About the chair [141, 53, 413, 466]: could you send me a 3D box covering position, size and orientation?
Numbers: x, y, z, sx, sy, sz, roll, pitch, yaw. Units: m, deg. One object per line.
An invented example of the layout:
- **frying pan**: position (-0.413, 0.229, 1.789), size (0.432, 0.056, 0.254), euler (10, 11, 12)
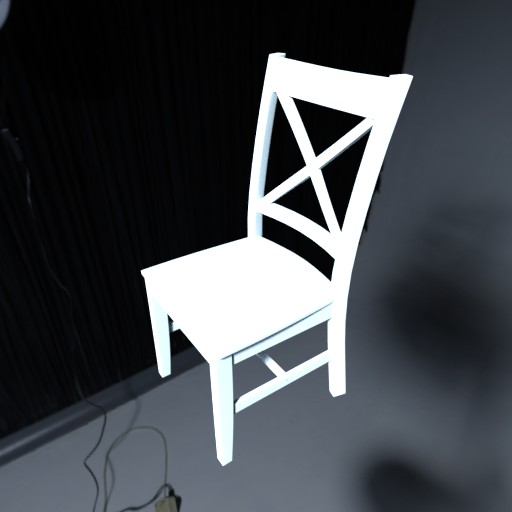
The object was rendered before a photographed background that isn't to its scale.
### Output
- **chair**: position (0.000, 0.000, 1.266), size (0.542, 0.983, 0.485), euler (-20, 36, -29)
